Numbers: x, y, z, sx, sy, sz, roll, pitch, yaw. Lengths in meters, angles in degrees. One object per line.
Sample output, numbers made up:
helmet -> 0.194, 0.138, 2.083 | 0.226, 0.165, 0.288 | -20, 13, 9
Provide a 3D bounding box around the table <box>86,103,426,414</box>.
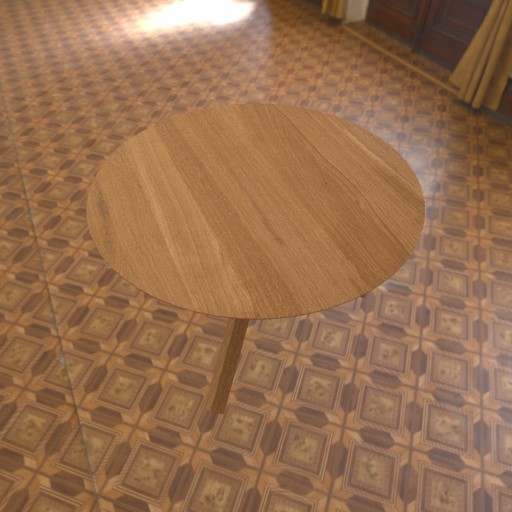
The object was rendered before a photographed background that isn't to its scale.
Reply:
table -> 0.000, 0.000, 1.642 | 1.038, 0.666, 1.038 | 0, 47, 0
